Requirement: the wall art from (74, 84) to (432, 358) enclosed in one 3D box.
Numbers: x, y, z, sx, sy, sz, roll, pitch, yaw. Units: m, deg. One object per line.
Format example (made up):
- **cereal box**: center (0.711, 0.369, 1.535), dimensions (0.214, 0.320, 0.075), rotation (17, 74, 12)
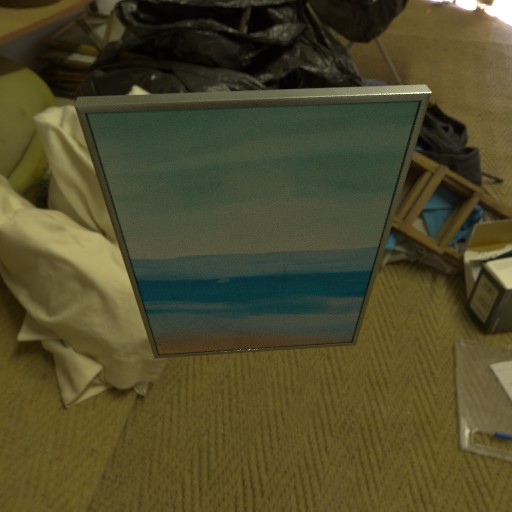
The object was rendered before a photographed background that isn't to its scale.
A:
- **wall art**: center (0.000, 0.000, 1.391), dimensions (0.803, 1.062, 0.041), rotation (-3, 46, -3)
